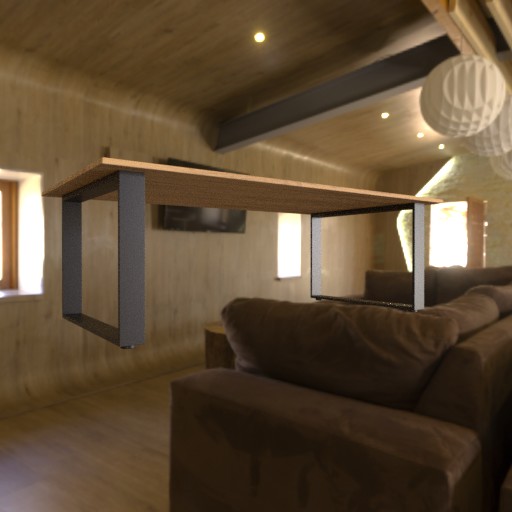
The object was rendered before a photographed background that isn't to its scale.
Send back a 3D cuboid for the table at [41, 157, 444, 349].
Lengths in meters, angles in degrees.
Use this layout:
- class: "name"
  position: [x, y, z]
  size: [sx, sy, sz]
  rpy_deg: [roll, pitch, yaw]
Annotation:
- class: "table"
  position: [0.000, 0.000, 1.643]
  size: [1.331, 0.445, 0.693]
  rpy_deg: [0, 0, -36]
